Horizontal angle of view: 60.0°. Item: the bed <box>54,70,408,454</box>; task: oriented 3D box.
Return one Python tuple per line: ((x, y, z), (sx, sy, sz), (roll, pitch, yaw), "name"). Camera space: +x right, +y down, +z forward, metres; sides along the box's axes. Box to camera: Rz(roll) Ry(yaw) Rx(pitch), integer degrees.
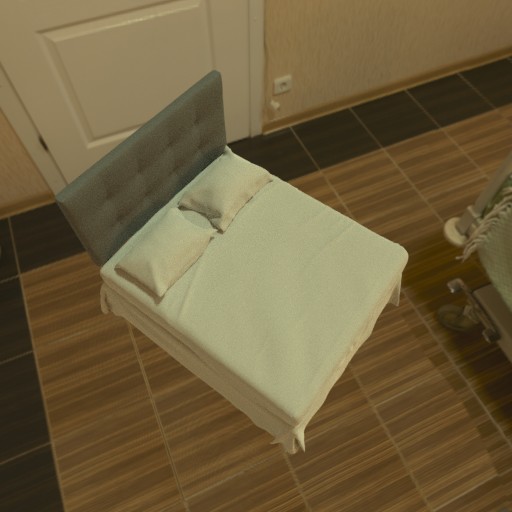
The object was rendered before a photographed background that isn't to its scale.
((0.000, 0.000, 3.525), (2.222, 1.577, 1.936), (33, 64, 18), "bed")
